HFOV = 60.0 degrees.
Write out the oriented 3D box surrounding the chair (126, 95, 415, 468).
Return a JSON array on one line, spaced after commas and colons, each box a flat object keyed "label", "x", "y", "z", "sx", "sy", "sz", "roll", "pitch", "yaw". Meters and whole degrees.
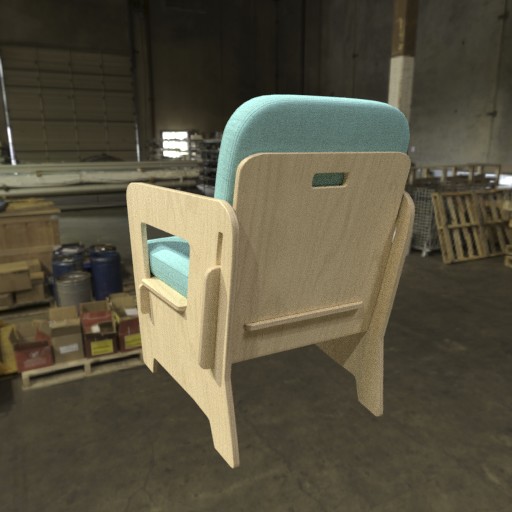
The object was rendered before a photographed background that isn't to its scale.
[{"label": "chair", "x": 0.000, "y": 0.000, "z": 1.254, "sx": 0.590, "sy": 0.800, "sz": 0.710, "roll": -7, "pitch": 16, "yaw": -27}]
